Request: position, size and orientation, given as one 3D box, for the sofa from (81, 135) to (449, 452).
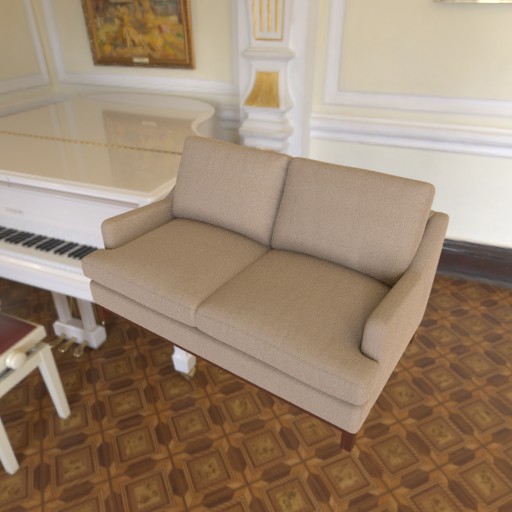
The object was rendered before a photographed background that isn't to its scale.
[{"bbox_3d":[0.000,0.000,2.287,1.619,0.910,1.004,19,35,29],"label":"sofa"}]
